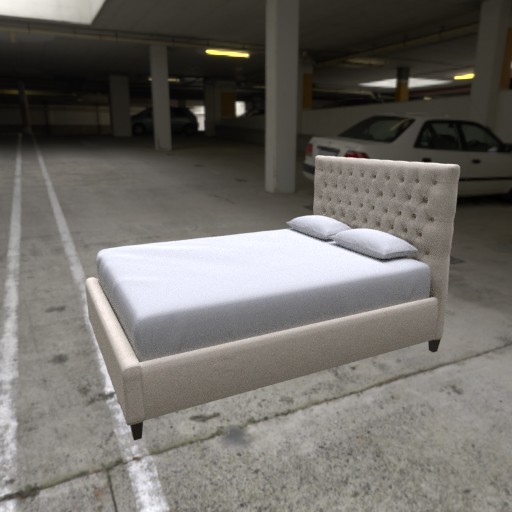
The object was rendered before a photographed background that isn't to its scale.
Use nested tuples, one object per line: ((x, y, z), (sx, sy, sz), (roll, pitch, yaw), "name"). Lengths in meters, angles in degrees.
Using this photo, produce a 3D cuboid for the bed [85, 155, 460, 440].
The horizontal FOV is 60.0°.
((0.000, 0.000, 3.451), (2.387, 1.427, 1.698), (-8, 17, -26), "bed")
